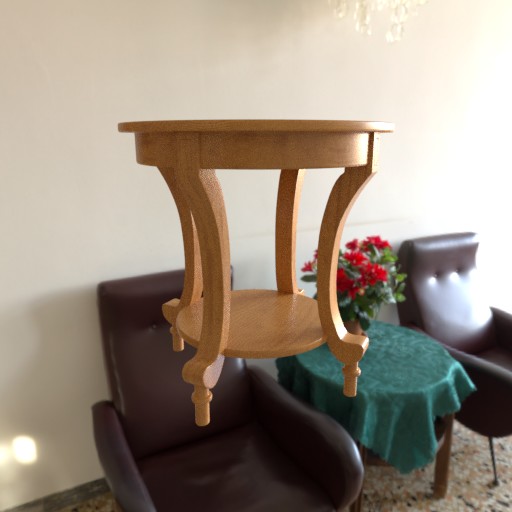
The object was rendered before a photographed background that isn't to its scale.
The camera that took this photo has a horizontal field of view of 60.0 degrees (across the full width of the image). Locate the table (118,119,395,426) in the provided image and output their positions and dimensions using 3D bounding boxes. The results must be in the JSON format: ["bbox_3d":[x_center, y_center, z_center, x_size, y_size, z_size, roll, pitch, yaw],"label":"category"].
[{"bbox_3d":[0.000,0.000,1.075,0.597,0.612,0.597,0,15,0],"label":"table"}]
